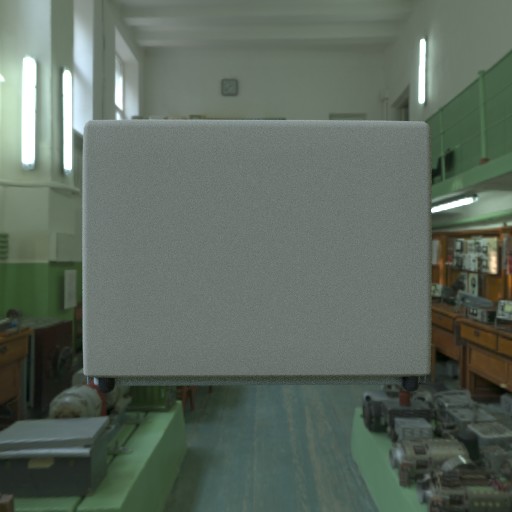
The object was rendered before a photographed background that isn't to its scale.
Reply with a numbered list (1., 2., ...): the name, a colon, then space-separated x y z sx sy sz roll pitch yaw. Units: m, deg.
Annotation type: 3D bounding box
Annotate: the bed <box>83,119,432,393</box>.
1. bed: 0.000 0.000 3.177 1.748 1.330 2.142 0 0 -1
